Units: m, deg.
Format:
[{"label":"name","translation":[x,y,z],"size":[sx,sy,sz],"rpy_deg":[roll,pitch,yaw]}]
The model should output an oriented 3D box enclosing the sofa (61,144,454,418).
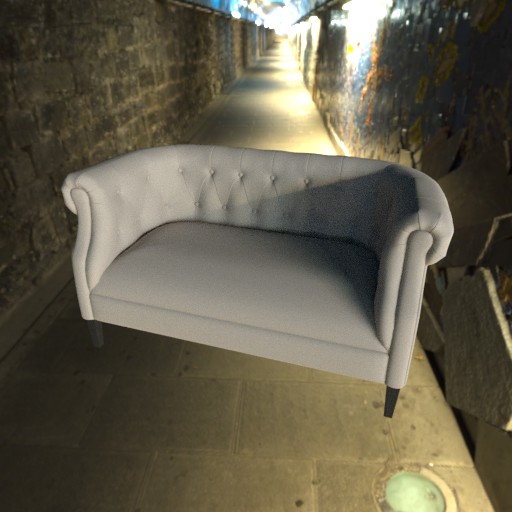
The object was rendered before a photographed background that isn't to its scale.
[{"label":"sofa","translation":[0.000,0.000,2.051],"size":[1.558,0.827,0.835],"rpy_deg":[9,28,17]}]
